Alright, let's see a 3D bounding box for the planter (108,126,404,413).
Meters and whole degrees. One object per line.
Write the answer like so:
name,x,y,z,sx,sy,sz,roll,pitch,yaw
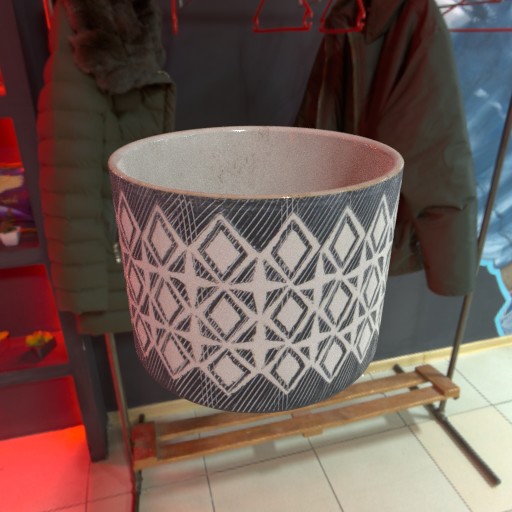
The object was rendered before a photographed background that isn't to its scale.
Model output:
planter,0.000,0.000,0.220,0.126,0.104,0.126,0,26,0
